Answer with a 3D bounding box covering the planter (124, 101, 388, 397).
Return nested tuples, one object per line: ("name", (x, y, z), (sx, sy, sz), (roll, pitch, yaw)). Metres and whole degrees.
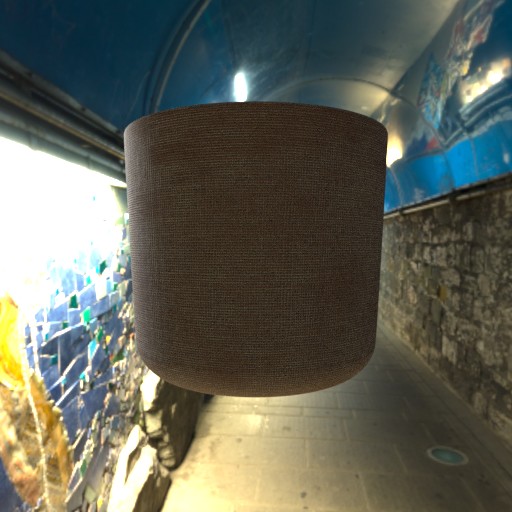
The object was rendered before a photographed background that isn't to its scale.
("planter", (0.000, 0.000, 0.776), (0.440, 0.398, 0.440), (0, 2, 0))
